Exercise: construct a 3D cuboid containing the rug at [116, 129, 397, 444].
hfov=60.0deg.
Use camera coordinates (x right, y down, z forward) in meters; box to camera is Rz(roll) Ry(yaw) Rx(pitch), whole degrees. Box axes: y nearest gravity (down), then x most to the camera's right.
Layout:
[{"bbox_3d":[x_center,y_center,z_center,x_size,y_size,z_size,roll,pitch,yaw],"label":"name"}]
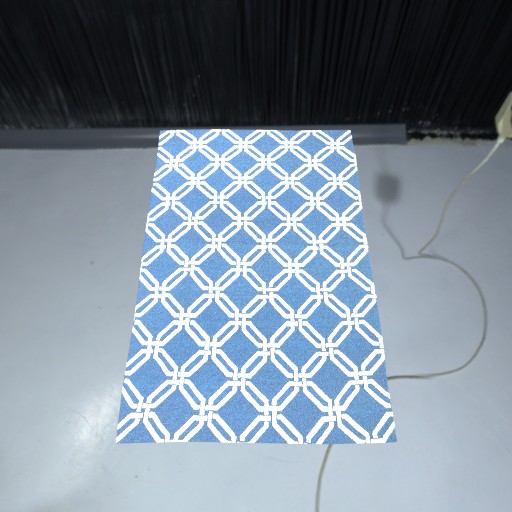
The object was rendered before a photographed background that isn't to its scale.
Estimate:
[{"bbox_3d":[0.000,0.000,2.228,1.153,0.010,1.755,0,60,0],"label":"rug"}]
